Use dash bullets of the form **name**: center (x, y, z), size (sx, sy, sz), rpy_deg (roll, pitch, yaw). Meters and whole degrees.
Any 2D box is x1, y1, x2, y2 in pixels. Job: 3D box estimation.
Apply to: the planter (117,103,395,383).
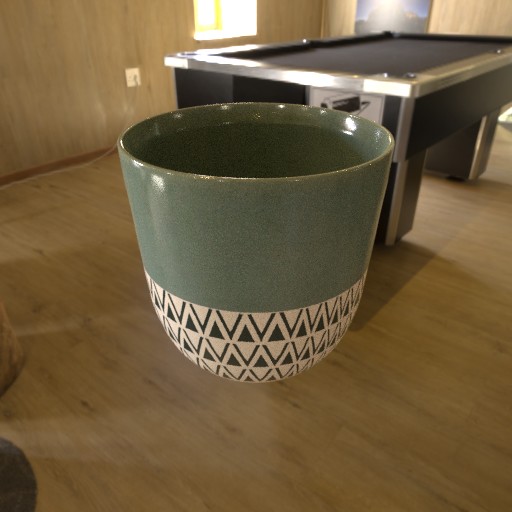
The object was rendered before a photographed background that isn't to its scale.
- **planter**: center (0.000, 0.000, 0.382), size (0.198, 0.214, 0.198), rpy_deg (0, 31, 0)
